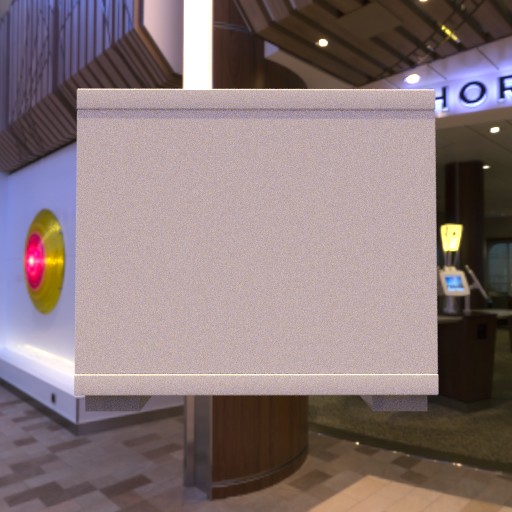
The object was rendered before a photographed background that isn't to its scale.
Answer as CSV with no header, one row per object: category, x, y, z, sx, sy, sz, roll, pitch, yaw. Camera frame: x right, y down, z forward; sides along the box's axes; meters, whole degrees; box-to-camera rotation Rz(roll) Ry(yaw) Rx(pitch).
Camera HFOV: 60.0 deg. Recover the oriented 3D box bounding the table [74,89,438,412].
table,0.000,0.000,0.745,0.399,0.357,0.517,0,-1,0
